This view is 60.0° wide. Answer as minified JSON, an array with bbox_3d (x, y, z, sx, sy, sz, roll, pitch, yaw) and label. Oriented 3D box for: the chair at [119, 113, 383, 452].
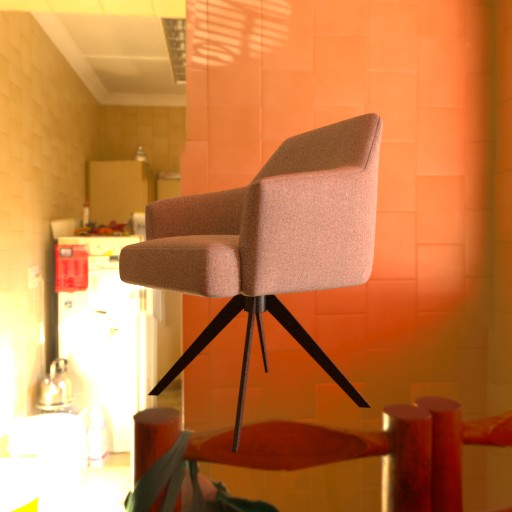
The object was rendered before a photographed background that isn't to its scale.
[{"bbox_3d":[0.000,0.000,1.333,0.677,0.874,0.642,-1,1,-36],"label":"chair"}]
